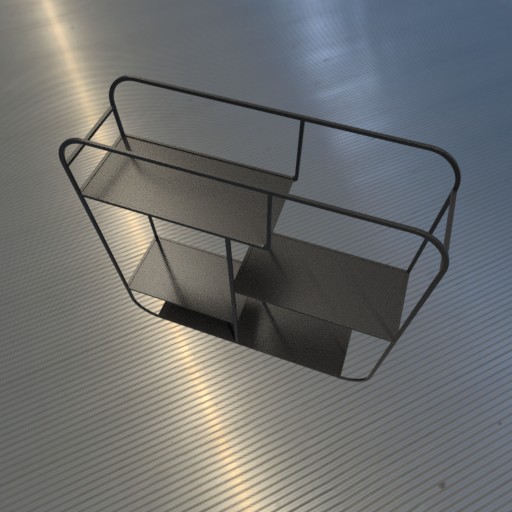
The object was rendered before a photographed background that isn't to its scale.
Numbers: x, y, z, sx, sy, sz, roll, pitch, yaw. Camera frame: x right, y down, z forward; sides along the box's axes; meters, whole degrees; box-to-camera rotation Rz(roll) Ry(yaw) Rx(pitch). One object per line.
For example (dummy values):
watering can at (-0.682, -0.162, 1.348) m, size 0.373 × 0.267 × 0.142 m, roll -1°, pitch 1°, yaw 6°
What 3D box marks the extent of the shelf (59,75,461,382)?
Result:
shelf at (0.000, 0.000, 0.887) m, size 0.600 × 0.600 × 0.160 m, roll 17°, pitch 59°, yaw 10°
